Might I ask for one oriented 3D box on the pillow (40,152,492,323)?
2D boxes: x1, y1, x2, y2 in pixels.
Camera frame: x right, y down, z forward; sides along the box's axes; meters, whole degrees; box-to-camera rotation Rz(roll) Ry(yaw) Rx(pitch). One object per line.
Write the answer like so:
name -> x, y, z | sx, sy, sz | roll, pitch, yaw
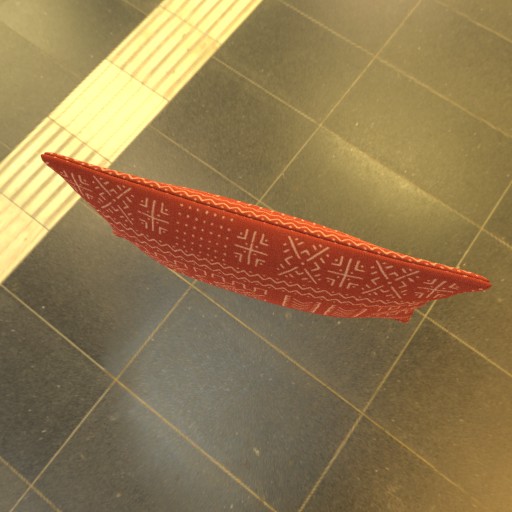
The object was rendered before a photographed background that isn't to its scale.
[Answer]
pillow -> 0.000, 0.000, 0.753 | 0.640, 0.352, 0.130 | 17, 75, 5
